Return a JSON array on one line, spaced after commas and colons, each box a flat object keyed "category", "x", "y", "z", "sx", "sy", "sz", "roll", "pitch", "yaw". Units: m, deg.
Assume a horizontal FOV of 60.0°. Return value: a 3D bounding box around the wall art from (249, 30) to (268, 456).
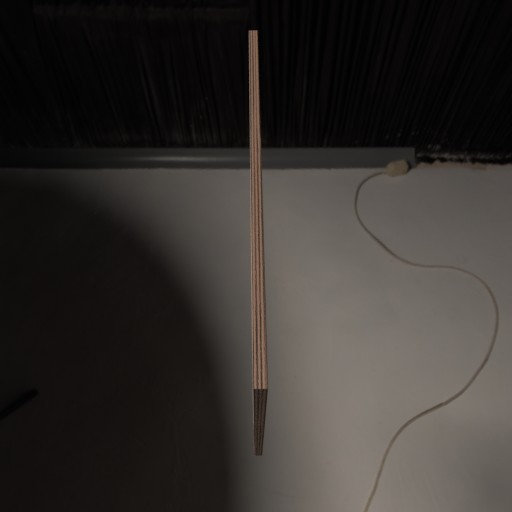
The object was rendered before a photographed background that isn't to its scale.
[{"category": "wall art", "x": 0.000, "y": 0.000, "z": 0.675, "sx": 0.013, "sy": 0.406, "sz": 0.508, "roll": -1, "pitch": 59, "yaw": 0}]
